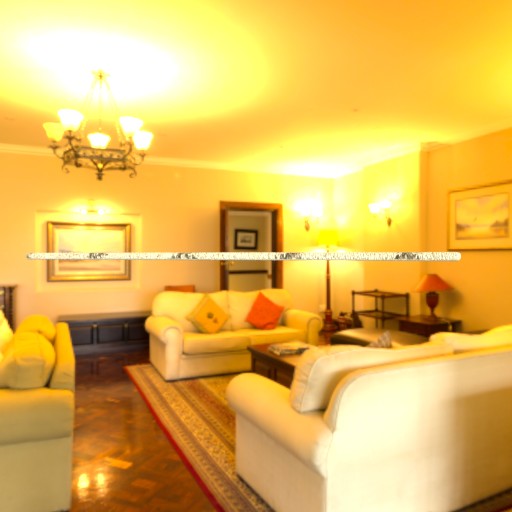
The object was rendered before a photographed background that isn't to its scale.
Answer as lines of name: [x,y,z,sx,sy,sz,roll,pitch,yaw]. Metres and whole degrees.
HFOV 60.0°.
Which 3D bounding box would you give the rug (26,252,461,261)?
rug: [0.000,0.000,2.289,1.778,0.030,1.219,0,0,17]
